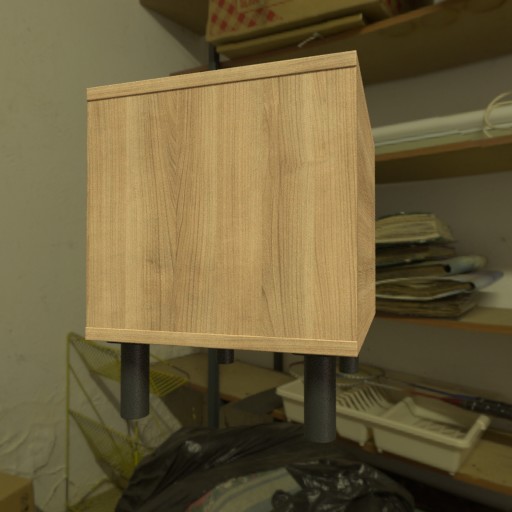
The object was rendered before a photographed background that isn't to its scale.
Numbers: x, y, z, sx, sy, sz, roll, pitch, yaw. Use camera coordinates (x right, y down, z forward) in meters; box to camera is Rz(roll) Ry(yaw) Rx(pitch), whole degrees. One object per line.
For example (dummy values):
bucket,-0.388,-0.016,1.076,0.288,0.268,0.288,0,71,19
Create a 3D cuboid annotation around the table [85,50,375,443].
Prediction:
table,0.000,0.000,0.770,0.380,0.460,0.445,0,-1,18
